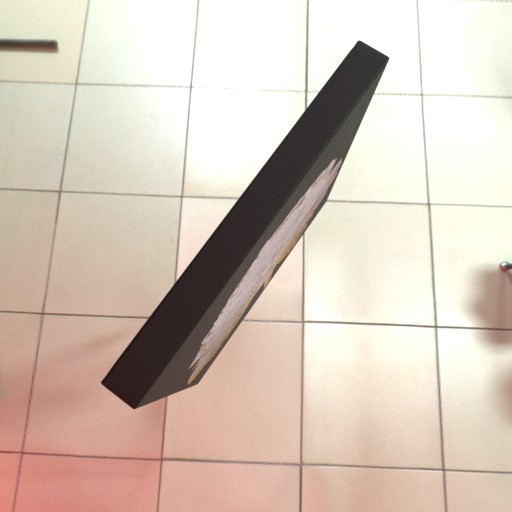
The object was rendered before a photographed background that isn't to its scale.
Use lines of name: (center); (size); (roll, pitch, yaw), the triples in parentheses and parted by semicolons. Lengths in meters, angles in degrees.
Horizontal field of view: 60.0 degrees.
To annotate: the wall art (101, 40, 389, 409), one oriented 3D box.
wall art: (0.000, 0.000, 0.600); (0.041, 0.407, 0.406); (34, 79, 8)
